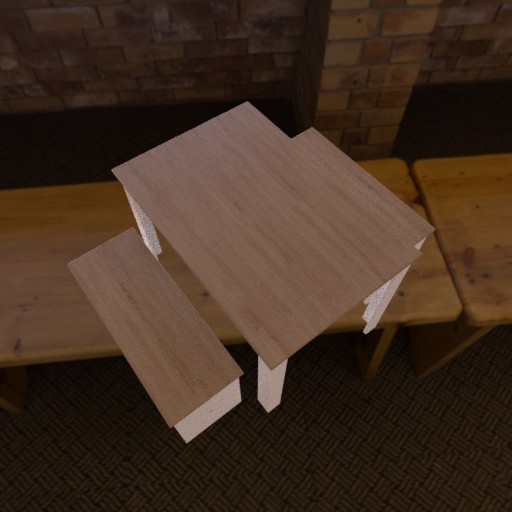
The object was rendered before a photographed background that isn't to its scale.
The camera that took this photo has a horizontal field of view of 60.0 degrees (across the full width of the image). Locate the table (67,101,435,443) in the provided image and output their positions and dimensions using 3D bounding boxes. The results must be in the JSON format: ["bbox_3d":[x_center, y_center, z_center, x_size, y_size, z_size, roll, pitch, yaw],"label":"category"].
[{"bbox_3d":[0.000,0.000,2.079,1.443,0.700,1.100,-33,63,-19],"label":"table"}]
